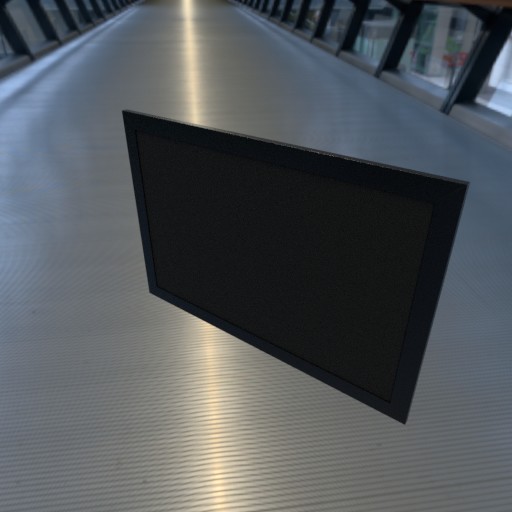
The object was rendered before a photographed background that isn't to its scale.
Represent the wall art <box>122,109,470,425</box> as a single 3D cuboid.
[{"bbox_3d":[0.000,0.000,0.835,0.660,0.447,0.013,21,37,31],"label":"wall art"}]
